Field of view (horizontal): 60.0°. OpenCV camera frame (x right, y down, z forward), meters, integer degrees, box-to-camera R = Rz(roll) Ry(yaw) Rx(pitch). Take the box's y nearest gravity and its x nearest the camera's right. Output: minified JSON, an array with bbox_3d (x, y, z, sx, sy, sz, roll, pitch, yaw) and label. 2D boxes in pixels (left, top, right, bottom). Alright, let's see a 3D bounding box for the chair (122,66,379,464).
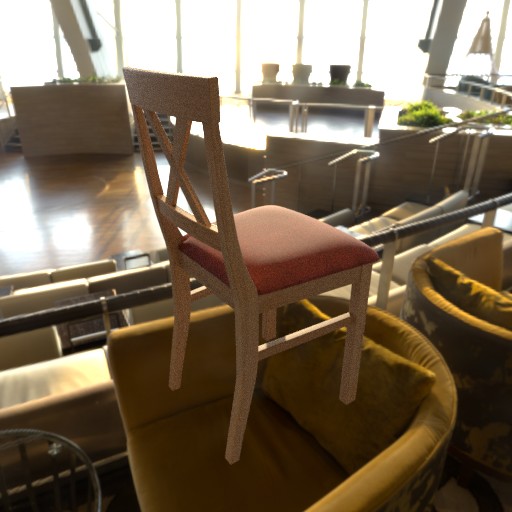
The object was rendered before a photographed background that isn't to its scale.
[{"bbox_3d":[0.000,0.000,1.158,0.492,0.912,0.439,-18,31,-32],"label":"chair"}]
